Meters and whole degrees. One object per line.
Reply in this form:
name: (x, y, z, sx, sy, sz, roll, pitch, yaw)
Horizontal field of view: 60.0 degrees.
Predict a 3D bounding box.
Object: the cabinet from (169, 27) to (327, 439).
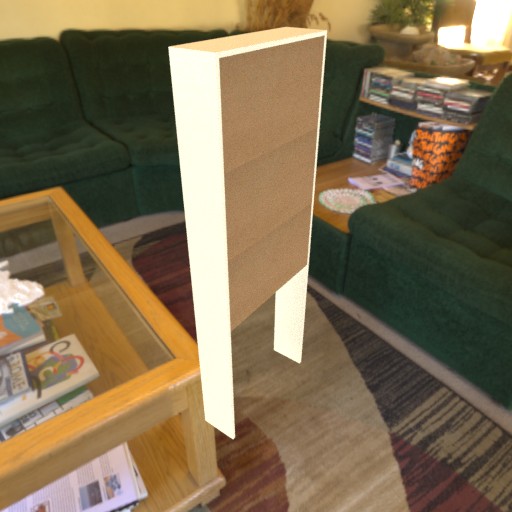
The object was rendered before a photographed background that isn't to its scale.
cabinet: (0.000, 0.000, 1.987, 0.192, 1.770, 0.643, 22, 39, 30)
